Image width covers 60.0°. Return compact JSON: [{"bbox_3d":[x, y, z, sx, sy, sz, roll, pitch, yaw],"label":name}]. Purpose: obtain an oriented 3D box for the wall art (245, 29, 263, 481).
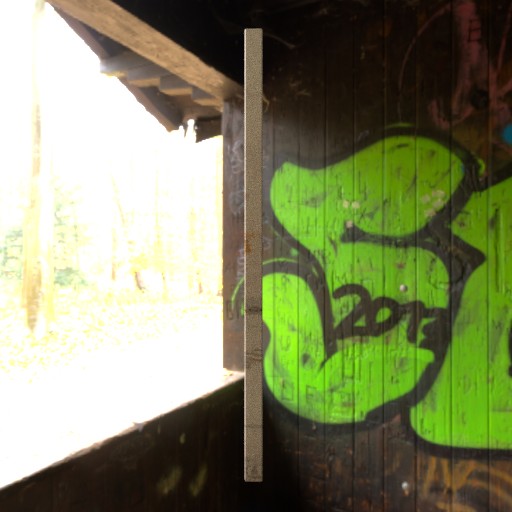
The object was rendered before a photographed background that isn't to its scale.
[{"bbox_3d":[0.000,0.000,1.502,0.040,1.018,1.015,0,-1,1],"label":"wall art"}]
